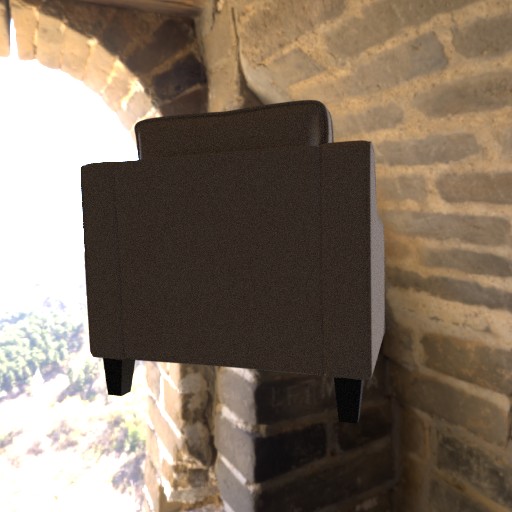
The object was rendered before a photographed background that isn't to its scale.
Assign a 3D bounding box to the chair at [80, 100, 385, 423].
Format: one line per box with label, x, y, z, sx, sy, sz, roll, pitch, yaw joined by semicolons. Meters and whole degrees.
chair;0.000;0.000;1.705;0.922;0.948;0.882;0;0;18
